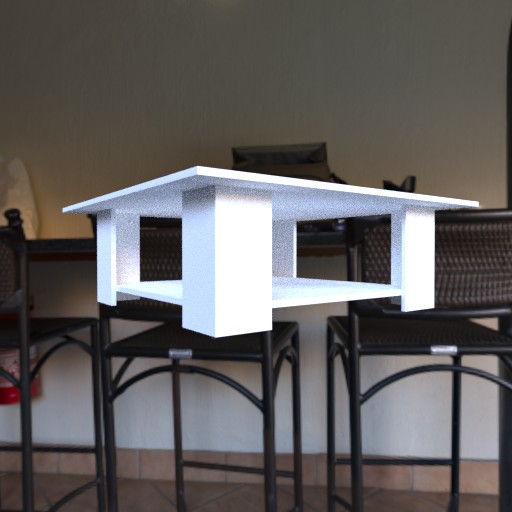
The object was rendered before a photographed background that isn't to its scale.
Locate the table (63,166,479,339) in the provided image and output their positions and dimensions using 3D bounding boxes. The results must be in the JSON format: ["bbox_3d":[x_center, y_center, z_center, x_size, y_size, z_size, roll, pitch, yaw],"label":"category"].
[{"bbox_3d":[0.000,0.000,1.335,0.890,0.305,0.890,-1,1,-36],"label":"table"}]
